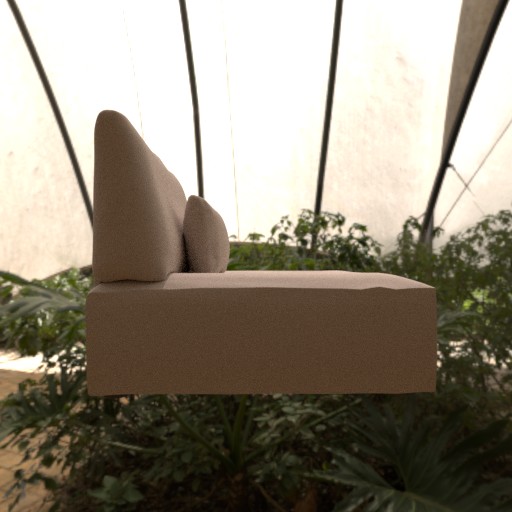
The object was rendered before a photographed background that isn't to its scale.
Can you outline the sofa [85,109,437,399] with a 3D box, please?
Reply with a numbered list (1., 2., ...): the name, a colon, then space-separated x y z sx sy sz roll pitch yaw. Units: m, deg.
1. sofa: 0.000 0.000 1.698 1.000 0.828 0.935 0 -1 -1
